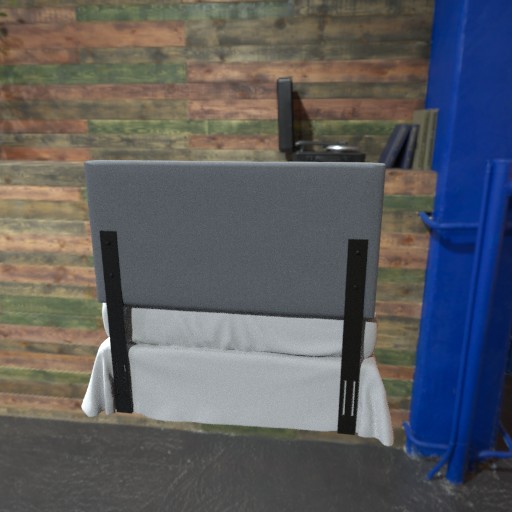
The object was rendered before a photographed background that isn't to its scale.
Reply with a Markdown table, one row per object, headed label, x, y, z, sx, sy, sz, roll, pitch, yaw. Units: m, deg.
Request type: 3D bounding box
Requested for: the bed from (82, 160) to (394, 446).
| label | x | y | z | sx | sy | sz | roll | pitch | yaw |
| --- | --- | --- | --- | --- | --- | --- | --- | --- | --- |
| bed | 0.000 | 0.000 | 3.494 | 1.936 | 1.577 | 2.222 | 2 | 16 | 8 |
